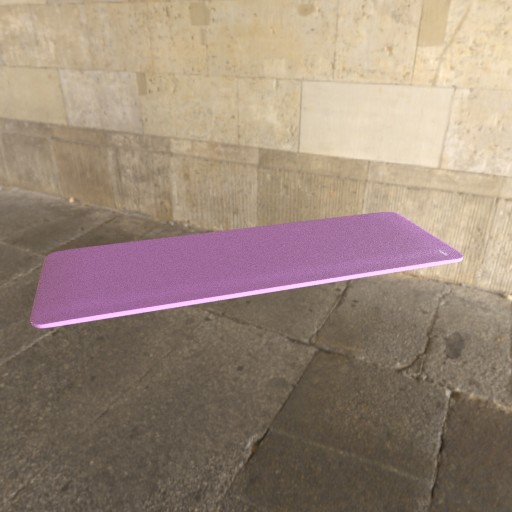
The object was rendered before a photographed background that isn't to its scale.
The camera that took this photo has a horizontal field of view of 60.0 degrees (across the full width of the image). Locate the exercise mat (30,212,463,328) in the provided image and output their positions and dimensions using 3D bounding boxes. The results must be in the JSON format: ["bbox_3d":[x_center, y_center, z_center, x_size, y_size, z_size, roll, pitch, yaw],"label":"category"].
[{"bbox_3d":[0.000,0.000,2.057,1.869,0.021,0.616,-8,28,-15],"label":"exercise mat"}]
